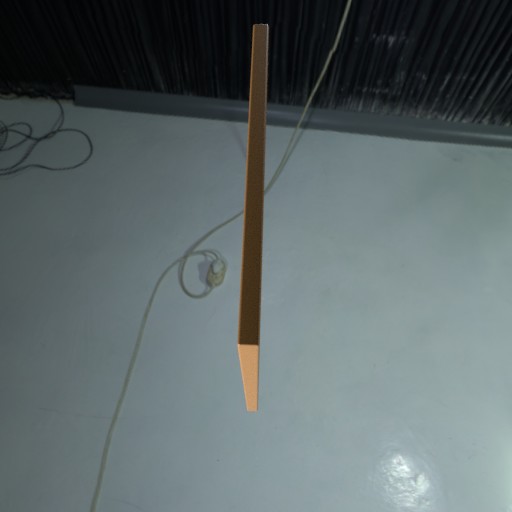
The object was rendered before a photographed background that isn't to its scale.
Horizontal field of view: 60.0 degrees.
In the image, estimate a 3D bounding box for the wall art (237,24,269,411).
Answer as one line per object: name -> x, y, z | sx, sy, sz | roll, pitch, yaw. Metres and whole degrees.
wall art -> 0.000, 0.000, 0.527 | 0.015, 0.379, 0.310 | 2, 65, 1
